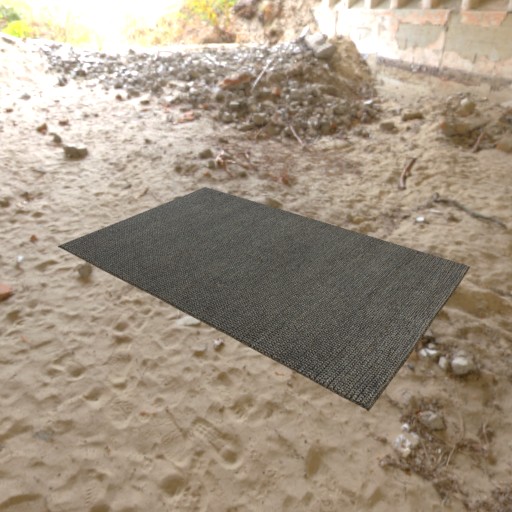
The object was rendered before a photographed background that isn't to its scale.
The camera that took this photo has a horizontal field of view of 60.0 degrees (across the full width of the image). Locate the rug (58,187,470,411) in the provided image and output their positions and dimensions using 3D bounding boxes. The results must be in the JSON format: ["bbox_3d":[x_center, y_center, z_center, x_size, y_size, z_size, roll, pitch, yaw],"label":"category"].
[{"bbox_3d":[0.000,0.000,3.077,2.443,0.021,1.538,21,35,32],"label":"rug"}]
